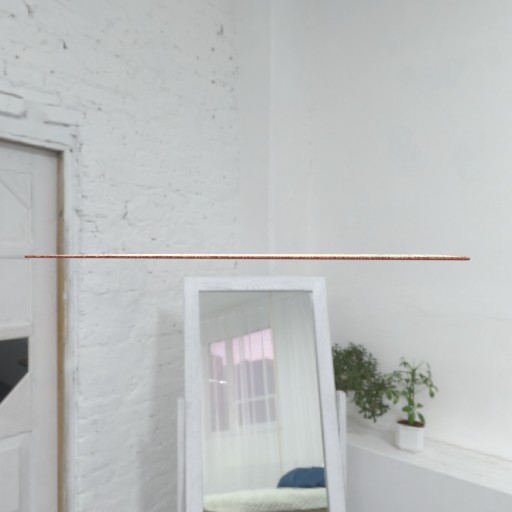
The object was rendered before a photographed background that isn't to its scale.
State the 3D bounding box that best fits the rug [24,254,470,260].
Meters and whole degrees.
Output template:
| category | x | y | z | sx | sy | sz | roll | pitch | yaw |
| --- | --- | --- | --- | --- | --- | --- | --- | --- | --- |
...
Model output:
| category | x | y | z | sx | sy | sz | roll | pitch | yaw |
| --- | --- | --- | --- | --- | --- | --- | --- | --- | --- |
| rug | 0.000 | 0.000 | 3.011 | 2.438 | 0.015 | 1.524 | 0 | 1 | 18 |
